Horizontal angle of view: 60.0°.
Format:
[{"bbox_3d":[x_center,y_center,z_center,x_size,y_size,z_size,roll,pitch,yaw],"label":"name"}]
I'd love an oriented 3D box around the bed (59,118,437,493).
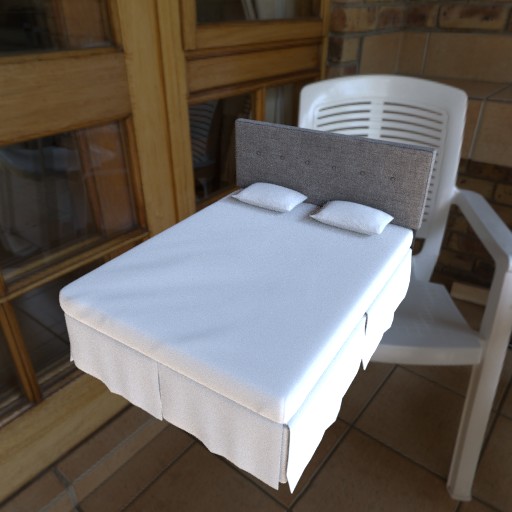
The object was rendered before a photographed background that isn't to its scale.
[{"bbox_3d":[0.000,0.000,2.861,1.621,1.168,1.958,18,35,28],"label":"bed"}]
